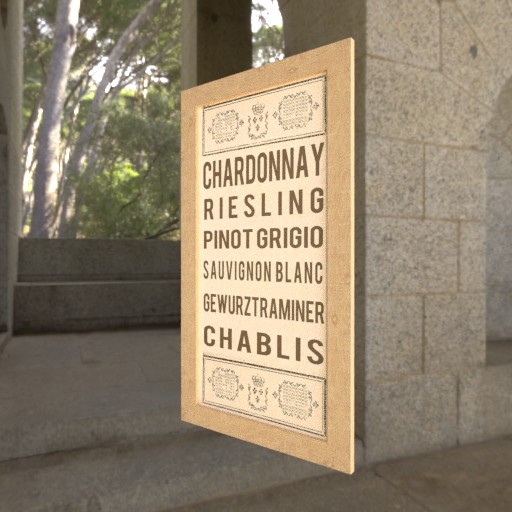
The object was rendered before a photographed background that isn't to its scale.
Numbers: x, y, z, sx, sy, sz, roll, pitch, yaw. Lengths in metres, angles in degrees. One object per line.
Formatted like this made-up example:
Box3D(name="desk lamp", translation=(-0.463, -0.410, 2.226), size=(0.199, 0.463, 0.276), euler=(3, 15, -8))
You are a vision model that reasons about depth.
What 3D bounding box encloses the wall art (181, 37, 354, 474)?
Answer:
Box3D(name="wall art", translation=(0.000, 0.000, 0.812), size=(0.381, 0.683, 0.013), euler=(0, 0, 37))
